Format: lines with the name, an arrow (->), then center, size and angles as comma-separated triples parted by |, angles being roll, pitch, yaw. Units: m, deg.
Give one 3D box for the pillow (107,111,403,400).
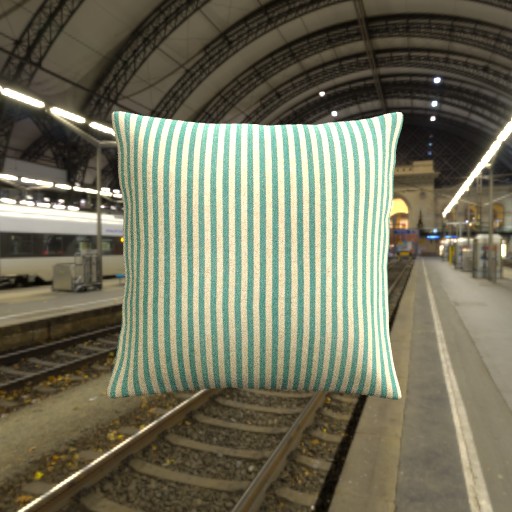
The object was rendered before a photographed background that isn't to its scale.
pillow -> 0.000, 0.000, 0.785 | 0.523, 0.510, 0.166 | 0, 1, -1
